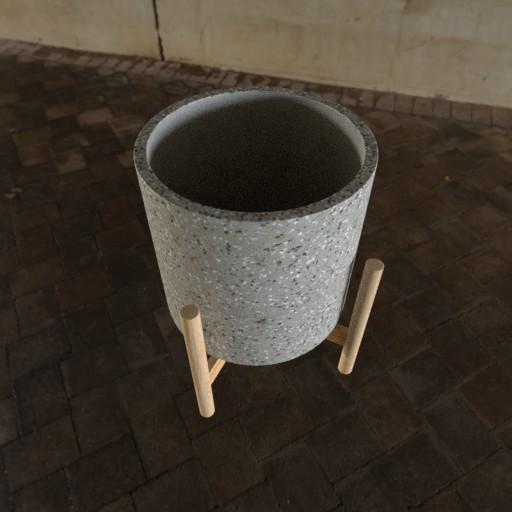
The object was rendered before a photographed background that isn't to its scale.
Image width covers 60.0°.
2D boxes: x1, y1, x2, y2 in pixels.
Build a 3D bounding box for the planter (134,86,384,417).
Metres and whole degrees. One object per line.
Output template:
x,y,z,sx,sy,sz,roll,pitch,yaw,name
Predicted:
0.000,0.000,0.710,0.360,0.419,0.360,-32,54,-27,planter
